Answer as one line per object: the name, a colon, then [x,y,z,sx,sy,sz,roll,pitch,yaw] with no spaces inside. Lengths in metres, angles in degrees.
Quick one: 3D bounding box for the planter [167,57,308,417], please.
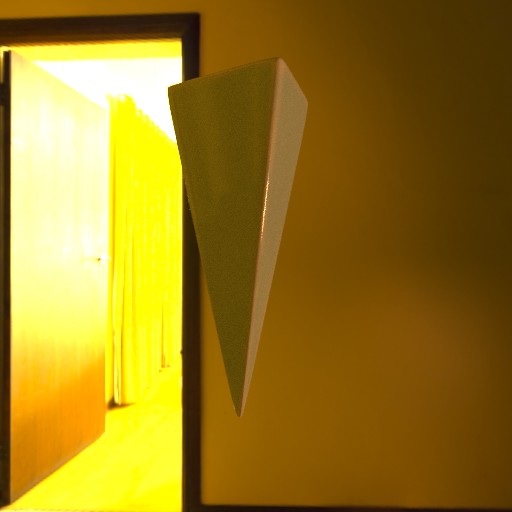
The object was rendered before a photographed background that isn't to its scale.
planter: [0.000,0.000,0.217,0.080,0.178,0.064,0,0,-17]
